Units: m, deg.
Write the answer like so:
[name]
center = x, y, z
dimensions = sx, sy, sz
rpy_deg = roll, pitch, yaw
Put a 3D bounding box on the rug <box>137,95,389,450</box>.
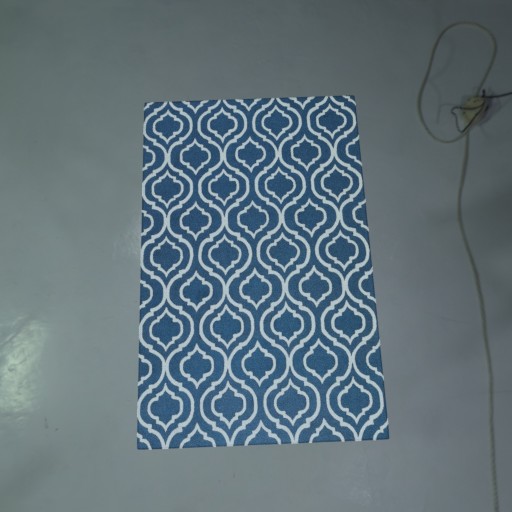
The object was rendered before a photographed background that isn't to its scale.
[rug]
center = 0.000, 0.000, 2.204
dimensions = 1.143, 0.010, 1.753
rpy_deg = -2, 77, -1
